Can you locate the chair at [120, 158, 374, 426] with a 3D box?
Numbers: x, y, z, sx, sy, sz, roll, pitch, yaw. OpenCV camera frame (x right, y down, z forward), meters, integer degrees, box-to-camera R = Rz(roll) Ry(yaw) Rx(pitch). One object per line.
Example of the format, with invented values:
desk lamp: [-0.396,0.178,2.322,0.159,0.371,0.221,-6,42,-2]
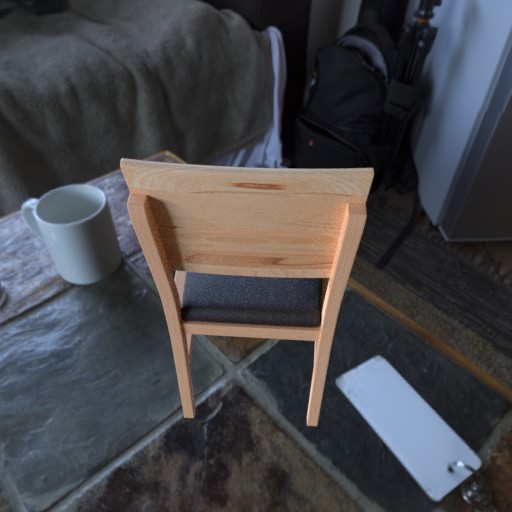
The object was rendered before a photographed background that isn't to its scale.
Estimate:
chair: [0.000,0.000,1.254,0.475,0.950,0.560,3,46,3]
